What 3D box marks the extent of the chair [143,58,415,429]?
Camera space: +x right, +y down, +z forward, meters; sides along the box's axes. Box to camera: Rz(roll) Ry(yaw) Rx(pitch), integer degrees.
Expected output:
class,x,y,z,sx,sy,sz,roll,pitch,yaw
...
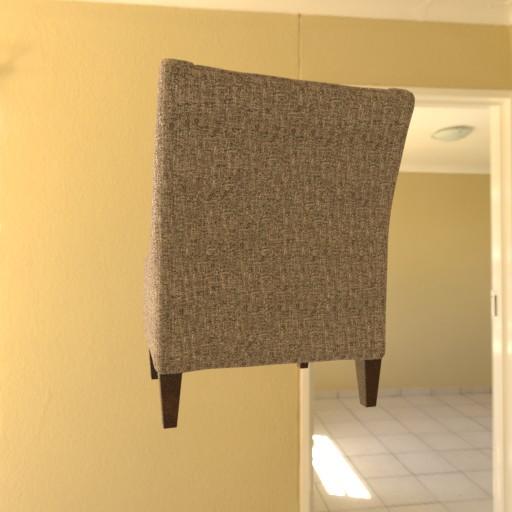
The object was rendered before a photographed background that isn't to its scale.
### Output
class,x,y,z,sx,sy,sz,roll,pitch,yaw
chair,0.000,0.000,1.618,0.774,1.014,0.870,0,-1,-17
